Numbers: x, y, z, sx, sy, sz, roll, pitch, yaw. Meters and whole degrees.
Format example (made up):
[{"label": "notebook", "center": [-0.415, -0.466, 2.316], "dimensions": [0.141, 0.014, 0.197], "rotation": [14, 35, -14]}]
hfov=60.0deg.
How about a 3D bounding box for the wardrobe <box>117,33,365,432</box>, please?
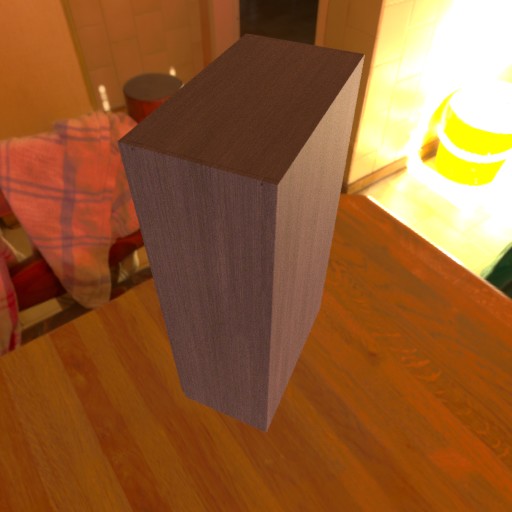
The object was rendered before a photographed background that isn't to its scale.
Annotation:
[{"label": "wardrobe", "center": [0.000, 0.000, 2.322], "dimensions": [0.577, 1.808, 0.991], "rotation": [18, 49, 16]}]
